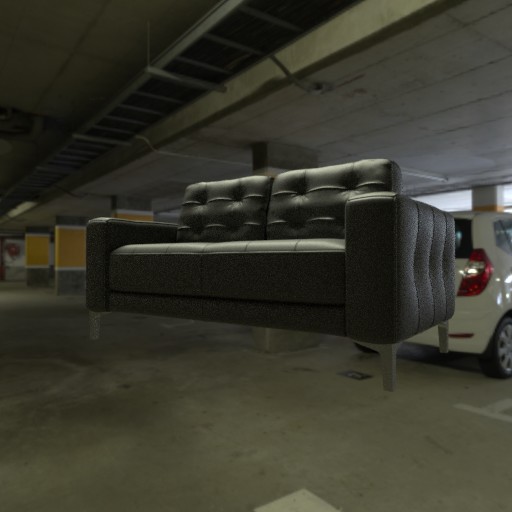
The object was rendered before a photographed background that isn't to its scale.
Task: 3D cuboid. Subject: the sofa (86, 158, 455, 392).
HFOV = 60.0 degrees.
[{"bbox_3d":[0.000,0.000,2.226,1.726,0.892,0.833,0,-1,36],"label":"sofa"}]
